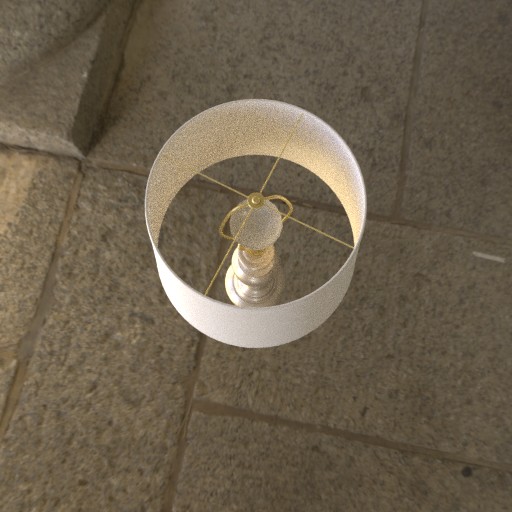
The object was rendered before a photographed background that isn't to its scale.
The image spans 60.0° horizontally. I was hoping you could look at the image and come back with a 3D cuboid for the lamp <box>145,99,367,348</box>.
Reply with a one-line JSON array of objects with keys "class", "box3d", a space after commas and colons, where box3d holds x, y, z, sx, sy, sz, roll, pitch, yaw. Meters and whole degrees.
[{"class": "lamp", "box3d": [0.000, 0.000, 0.805, 0.328, 0.612, 0.328, 0, 78, 0]}]
